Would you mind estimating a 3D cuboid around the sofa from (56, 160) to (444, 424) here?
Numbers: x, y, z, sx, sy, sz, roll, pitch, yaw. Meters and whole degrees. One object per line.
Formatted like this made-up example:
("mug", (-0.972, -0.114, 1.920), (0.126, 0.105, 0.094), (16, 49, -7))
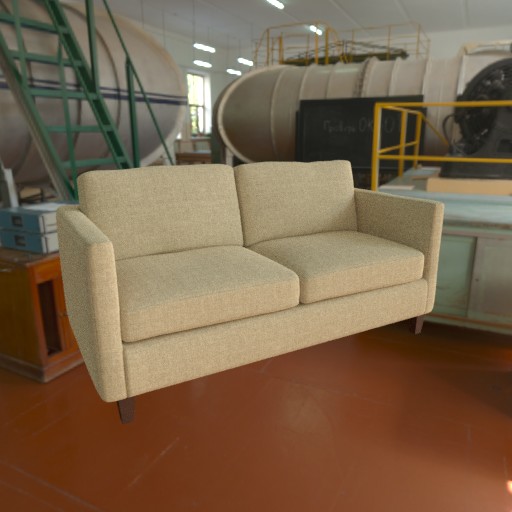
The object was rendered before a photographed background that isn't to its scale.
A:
("sofa", (0.000, 0.000, 2.411), (1.884, 0.963, 0.950), (-9, 18, -28))
